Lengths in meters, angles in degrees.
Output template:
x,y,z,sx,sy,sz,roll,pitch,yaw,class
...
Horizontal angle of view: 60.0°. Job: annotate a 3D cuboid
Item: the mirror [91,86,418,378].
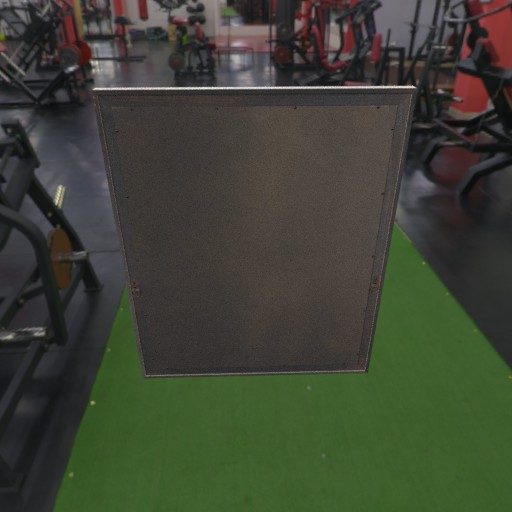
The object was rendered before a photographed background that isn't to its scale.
x,y,z,sx,sy,sz,roll,pitch,yaw,class
0.000,0.000,1.228,0.730,0.882,0.032,-1,30,-2,mirror
